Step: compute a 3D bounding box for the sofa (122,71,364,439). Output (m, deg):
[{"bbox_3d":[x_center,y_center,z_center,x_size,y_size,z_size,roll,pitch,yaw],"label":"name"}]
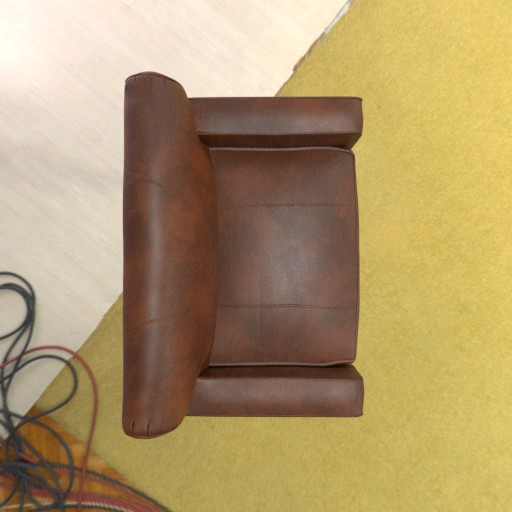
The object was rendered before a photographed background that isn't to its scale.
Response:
[{"bbox_3d":[0.000,0.000,2.057,1.000,0.956,1.413,0,89,1],"label":"sofa"}]
